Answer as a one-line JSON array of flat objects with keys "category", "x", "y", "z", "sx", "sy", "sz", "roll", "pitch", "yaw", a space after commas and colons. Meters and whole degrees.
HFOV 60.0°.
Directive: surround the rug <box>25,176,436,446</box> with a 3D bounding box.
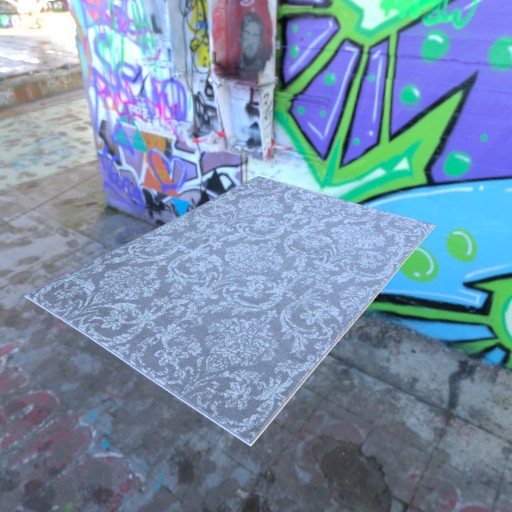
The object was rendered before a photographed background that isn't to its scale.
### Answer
[{"category": "rug", "x": 0.000, "y": 0.000, "z": 2.822, "sx": 1.578, "sy": 0.014, "sz": 2.206, "roll": 21, "pitch": 38, "yaw": 30}]
